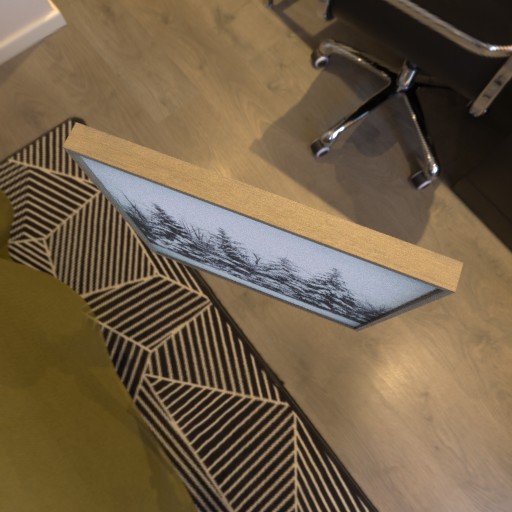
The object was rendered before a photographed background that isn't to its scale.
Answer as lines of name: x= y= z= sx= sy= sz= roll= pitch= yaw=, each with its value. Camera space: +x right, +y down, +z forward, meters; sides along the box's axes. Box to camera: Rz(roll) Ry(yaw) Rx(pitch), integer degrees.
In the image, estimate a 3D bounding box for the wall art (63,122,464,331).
wall art: x=0.000 y=0.000 z=0.782 sx=0.507 sy=0.507 sz=0.037 roll=21 pitch=76 yaw=5
